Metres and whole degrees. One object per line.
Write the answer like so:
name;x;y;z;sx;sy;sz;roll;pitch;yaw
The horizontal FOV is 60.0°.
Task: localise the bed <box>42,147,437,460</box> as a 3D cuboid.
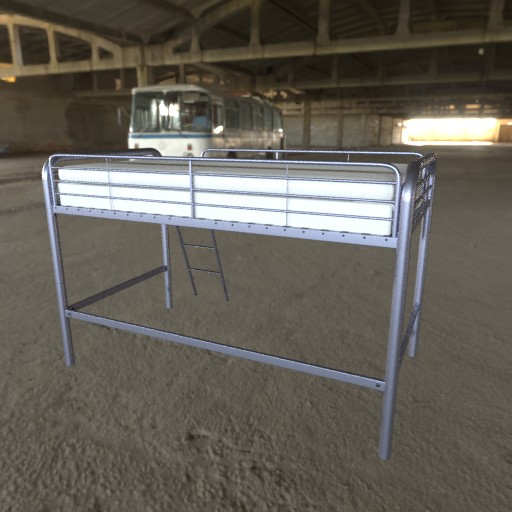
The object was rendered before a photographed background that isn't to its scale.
bed;0.000;0.000;2.791;1.965;1.288;1.415;7;17;24
